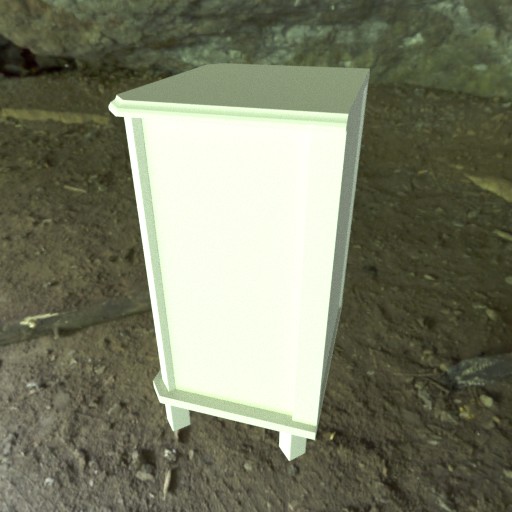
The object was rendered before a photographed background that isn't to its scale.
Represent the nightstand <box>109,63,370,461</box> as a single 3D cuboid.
[{"bbox_3d":[0.000,0.000,0.916,0.351,0.681,0.435,8,31,14],"label":"nightstand"}]
